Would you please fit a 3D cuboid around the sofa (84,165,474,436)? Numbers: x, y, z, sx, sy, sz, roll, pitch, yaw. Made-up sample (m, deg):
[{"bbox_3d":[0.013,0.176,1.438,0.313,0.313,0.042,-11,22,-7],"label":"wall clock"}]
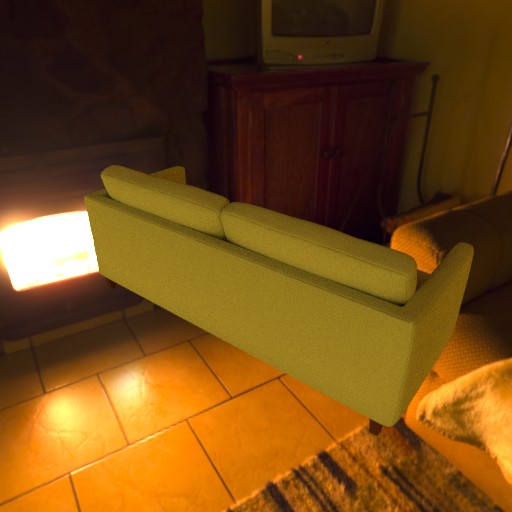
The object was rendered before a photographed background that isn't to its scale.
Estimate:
[{"bbox_3d":[0.000,0.000,2.939,2.434,0.965,0.948,21,35,33],"label":"sofa"}]
